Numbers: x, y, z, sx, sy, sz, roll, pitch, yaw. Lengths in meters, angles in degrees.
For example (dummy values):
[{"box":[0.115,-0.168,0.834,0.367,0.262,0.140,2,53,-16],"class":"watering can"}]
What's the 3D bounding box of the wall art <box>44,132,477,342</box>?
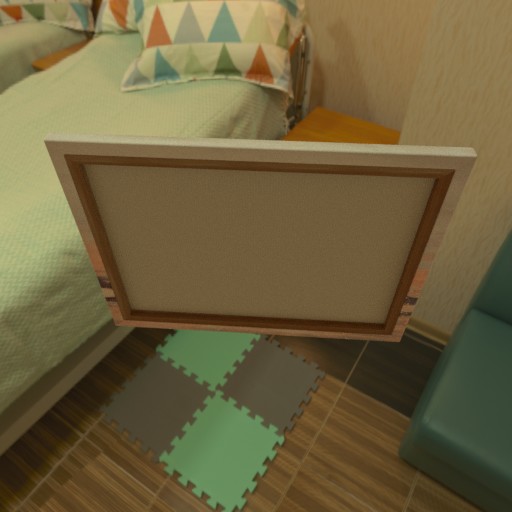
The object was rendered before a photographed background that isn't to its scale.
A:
[{"box":[0.000,0.000,1.318,1.015,0.763,0.038,3,46,3],"class":"wall art"}]
